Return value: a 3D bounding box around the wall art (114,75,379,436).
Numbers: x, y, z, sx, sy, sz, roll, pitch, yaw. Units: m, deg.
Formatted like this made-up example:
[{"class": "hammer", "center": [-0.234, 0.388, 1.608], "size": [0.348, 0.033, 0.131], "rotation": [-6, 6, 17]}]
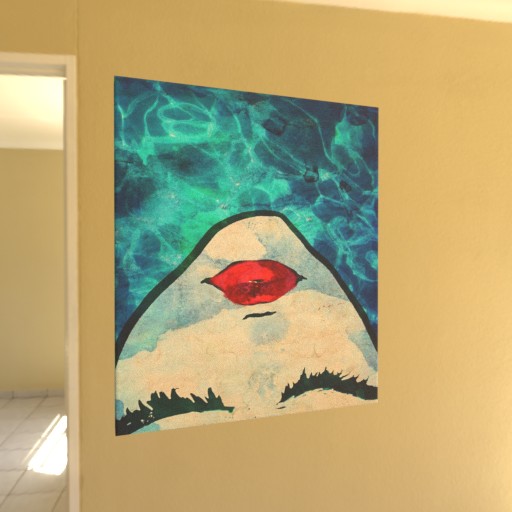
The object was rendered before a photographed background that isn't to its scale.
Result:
[{"class": "wall art", "center": [0.000, 0.000, 0.710], "size": [0.432, 0.508, 0.038], "rotation": [0, 1, -19]}]
